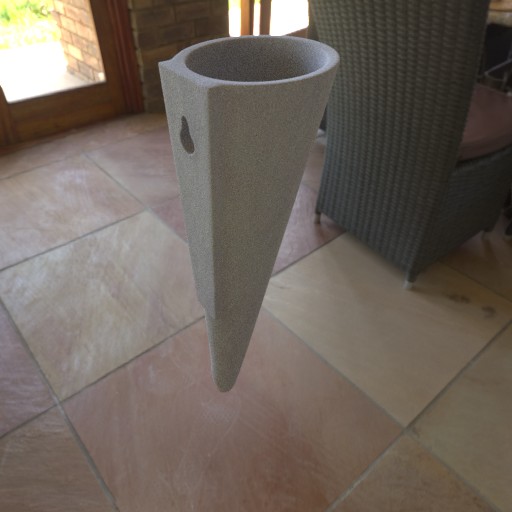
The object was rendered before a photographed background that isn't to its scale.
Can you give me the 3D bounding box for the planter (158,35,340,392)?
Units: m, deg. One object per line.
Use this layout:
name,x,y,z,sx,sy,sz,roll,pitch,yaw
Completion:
planter,0.000,0.000,0.303,0.087,0.259,0.078,-26,47,-27
